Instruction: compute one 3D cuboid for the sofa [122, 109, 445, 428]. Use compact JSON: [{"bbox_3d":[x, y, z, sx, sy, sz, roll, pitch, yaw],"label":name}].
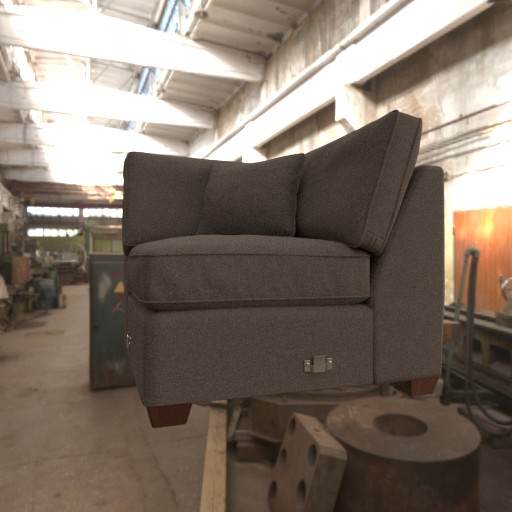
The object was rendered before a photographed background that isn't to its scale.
[{"bbox_3d":[0.000,0.000,1.917,1.084,1.002,1.146,0,0,-20],"label":"sofa"}]
